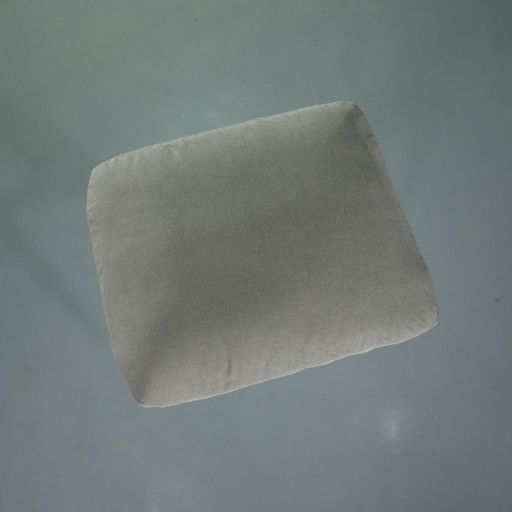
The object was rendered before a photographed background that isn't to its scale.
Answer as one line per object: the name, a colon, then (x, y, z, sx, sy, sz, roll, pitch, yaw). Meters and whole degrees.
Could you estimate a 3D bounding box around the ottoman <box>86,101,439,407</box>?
ottoman: (0.000, 0.000, 1.096, 0.712, 0.480, 0.584, -15, 76, -4)
